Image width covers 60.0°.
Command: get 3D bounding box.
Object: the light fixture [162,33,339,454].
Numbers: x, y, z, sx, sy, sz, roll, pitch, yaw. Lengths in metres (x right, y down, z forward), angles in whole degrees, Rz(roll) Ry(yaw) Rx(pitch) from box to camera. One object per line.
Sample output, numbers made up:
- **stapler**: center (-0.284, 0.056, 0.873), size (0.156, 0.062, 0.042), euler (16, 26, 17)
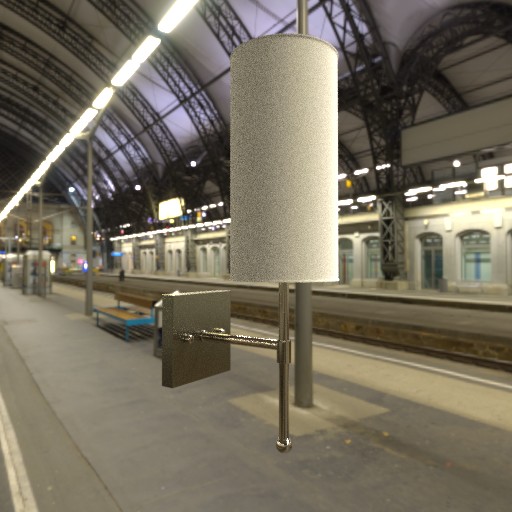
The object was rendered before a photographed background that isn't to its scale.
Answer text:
- **light fixture**: center (0.000, 0.000, 0.545), size (0.208, 0.462, 0.128), euler (-1, -1, 35)
